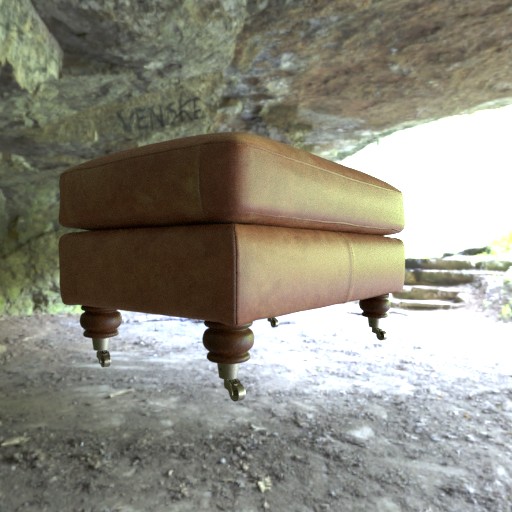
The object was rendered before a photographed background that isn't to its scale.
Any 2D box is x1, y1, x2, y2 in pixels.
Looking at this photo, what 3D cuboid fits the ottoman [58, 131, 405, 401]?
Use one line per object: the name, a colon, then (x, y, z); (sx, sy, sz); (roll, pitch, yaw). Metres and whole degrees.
ottoman: (0.000, 0.000, 1.191); (0.565, 0.507, 0.852); (0, 0, 37)
